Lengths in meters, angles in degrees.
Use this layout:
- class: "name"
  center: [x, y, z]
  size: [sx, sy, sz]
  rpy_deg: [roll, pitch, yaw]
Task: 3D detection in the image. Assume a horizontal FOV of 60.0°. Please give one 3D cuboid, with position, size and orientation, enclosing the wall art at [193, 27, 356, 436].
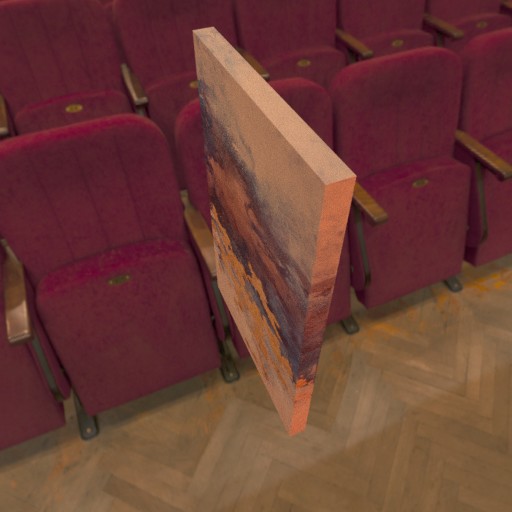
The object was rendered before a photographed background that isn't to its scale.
- class: "wall art"
  center: [0.000, 0.000, 1.099]
  size: [0.048, 0.874, 0.583]
  rpy_deg: [-17, 49, -16]
